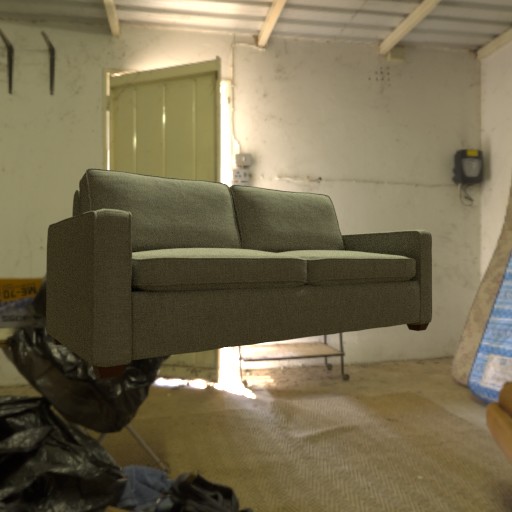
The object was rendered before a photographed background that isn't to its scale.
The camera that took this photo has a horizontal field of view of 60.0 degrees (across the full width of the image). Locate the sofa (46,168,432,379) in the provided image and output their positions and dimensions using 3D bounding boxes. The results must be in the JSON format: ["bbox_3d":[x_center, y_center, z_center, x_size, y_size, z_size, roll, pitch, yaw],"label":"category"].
[{"bbox_3d":[0.000,0.000,2.538,2.078,0.918,0.945,0,-1,-35],"label":"sofa"}]
